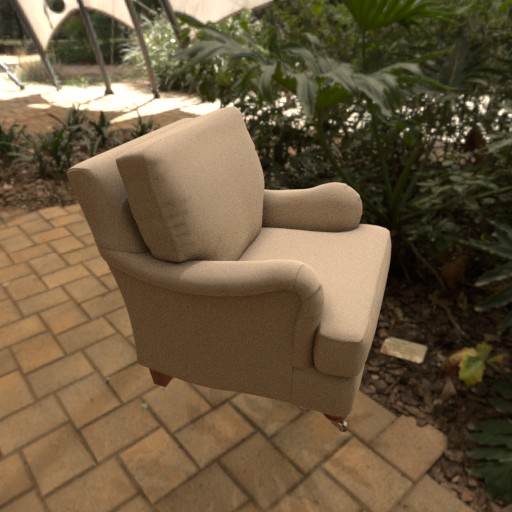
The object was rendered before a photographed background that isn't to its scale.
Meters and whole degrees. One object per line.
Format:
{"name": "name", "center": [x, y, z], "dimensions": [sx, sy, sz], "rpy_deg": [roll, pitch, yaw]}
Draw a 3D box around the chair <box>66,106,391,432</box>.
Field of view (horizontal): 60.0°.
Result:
{"name": "chair", "center": [0.000, 0.000, 1.885], "dimensions": [1.078, 1.076, 0.895], "rpy_deg": [10, 31, 18]}
